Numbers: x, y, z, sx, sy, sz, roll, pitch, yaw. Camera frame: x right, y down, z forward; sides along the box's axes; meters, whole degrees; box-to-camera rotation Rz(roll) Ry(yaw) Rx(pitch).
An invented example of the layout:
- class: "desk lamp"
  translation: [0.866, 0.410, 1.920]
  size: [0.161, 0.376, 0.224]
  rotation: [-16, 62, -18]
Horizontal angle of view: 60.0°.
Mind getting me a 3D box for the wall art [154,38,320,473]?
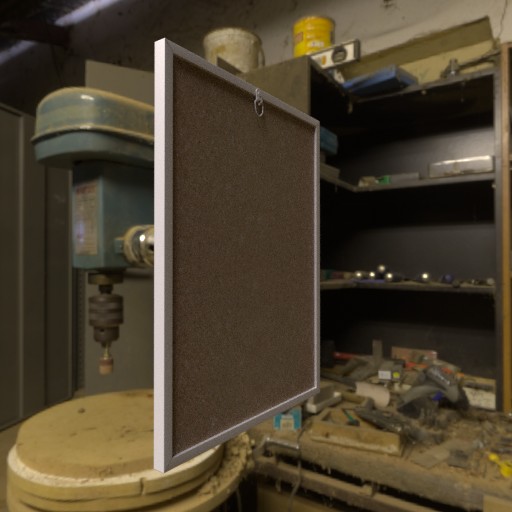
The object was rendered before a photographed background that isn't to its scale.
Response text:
- class: "wall art"
  translation: [0.000, 0.000, 1.410]
  size: [0.042, 1.056, 0.805]
  rotation: [0, -1, 36]
